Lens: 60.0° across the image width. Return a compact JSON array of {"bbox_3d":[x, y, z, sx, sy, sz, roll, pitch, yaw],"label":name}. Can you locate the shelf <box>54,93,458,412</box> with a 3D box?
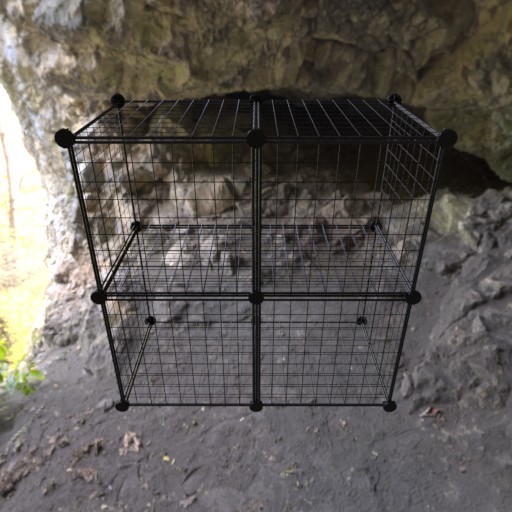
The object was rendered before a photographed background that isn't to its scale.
[{"bbox_3d":[0.000,0.000,1.105,0.711,0.711,0.356,0,30,0],"label":"shelf"}]
